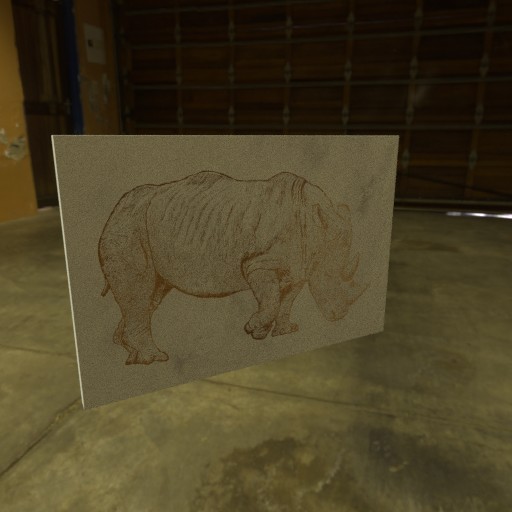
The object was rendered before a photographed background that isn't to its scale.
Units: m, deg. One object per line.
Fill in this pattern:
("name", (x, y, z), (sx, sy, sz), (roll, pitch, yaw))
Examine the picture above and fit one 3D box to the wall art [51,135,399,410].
("wall art", (0.000, 0.000, 1.165), (0.915, 0.610, 0.038), (-8, 17, -27))
